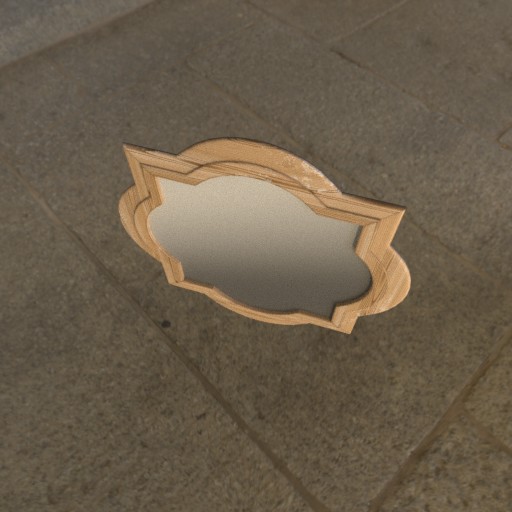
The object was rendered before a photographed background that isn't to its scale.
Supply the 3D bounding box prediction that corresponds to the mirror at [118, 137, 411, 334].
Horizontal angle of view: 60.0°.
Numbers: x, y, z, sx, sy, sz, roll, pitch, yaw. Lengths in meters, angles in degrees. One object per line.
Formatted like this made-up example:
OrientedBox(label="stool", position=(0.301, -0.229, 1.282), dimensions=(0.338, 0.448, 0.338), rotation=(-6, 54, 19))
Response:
OrientedBox(label="mirror", position=(0.000, 0.000, 1.044), dimensions=(0.686, 0.686, 0.019), rotation=(15, 58, 9))
